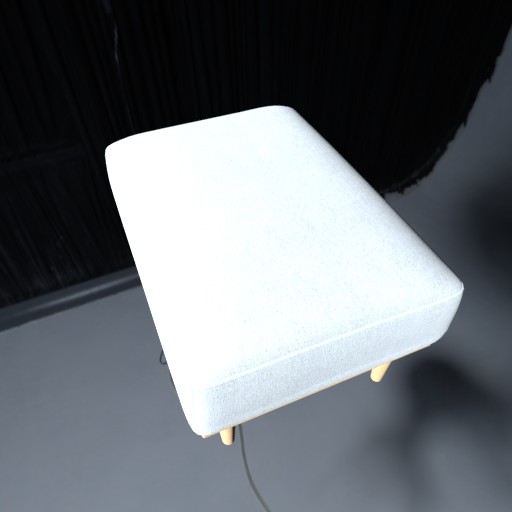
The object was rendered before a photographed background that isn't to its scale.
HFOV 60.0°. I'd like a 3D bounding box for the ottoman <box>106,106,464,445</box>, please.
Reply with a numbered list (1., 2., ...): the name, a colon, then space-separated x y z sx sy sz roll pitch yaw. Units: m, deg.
1. ottoman: 0.000 0.000 1.071 0.549 0.428 0.749 -17 49 -16
